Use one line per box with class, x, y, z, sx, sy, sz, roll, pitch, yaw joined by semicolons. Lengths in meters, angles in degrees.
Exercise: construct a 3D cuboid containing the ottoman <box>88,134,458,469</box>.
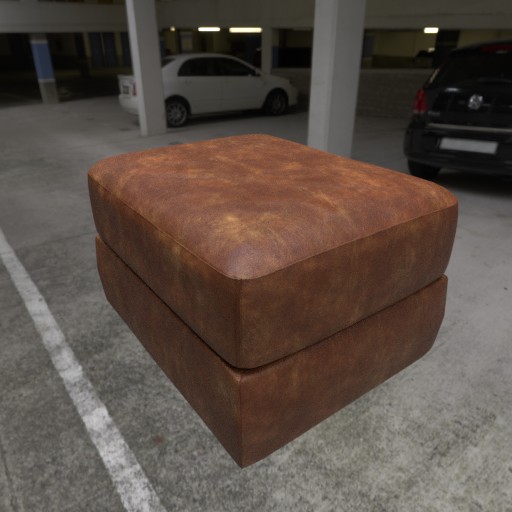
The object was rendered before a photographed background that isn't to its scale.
ottoman;0.000;0.000;1.120;0.603;0.476;0.751;-19;33;-32
